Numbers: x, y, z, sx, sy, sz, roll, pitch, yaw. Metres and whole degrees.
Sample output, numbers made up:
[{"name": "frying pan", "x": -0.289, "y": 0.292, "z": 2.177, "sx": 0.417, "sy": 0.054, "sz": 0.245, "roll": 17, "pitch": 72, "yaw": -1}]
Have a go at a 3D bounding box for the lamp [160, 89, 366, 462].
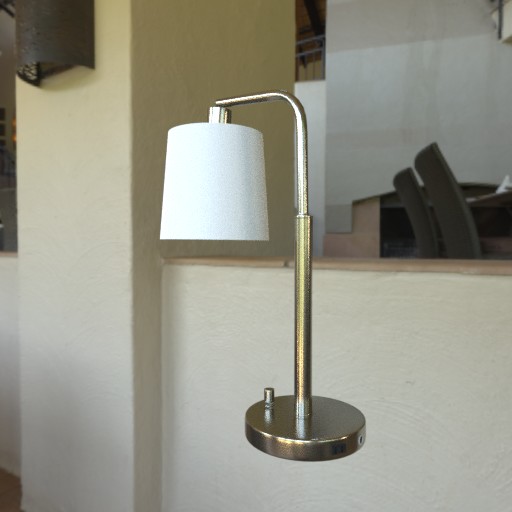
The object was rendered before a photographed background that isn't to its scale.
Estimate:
[{"name": "lamp", "x": 0.000, "y": 0.000, "z": 0.656, "sx": 0.333, "sy": 0.489, "sz": 0.171, "roll": 1, "pitch": 2, "yaw": 37}]
